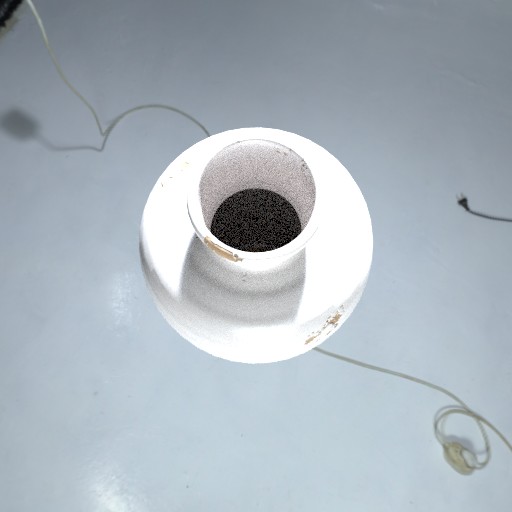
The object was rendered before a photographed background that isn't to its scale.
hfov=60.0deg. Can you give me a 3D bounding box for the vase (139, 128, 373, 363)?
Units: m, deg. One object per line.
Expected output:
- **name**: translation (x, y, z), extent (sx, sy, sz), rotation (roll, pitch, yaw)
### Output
- **vase**: translation (0.000, 0.000, 0.333), extent (0.158, 0.228, 0.158), rotation (0, 74, 0)
